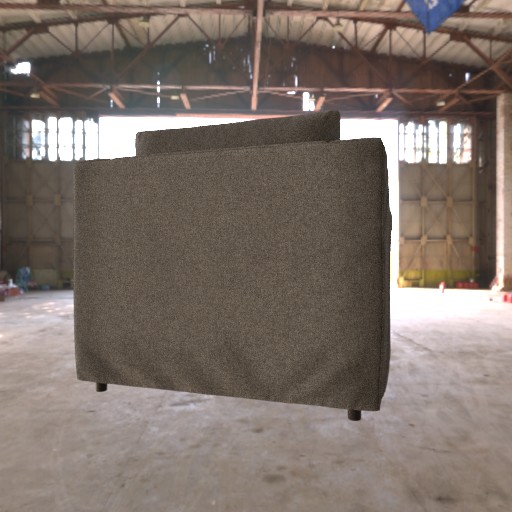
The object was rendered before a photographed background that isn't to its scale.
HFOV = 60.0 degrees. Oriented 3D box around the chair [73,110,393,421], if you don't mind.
[{"bbox_3d":[0.000,0.000,2.037,1.194,1.059,1.071,0,0,18],"label":"chair"}]
